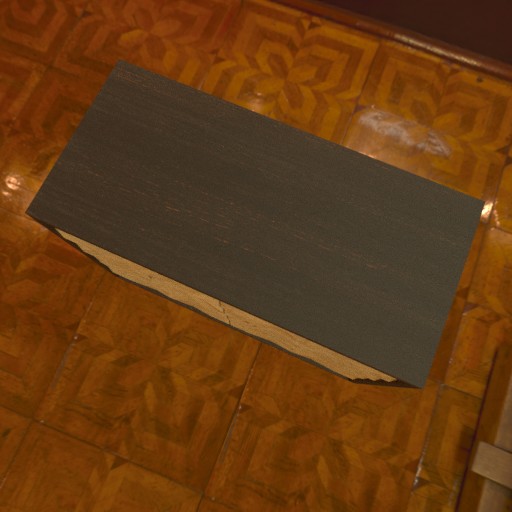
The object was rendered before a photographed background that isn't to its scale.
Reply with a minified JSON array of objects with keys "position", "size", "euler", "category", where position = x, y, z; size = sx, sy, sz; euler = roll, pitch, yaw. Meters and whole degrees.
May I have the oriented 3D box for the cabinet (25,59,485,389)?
[{"position":[0.000,0.000,1.425],"size":[0.950,0.860,0.451],"euler":[23,76,6],"category":"cabinet"}]
